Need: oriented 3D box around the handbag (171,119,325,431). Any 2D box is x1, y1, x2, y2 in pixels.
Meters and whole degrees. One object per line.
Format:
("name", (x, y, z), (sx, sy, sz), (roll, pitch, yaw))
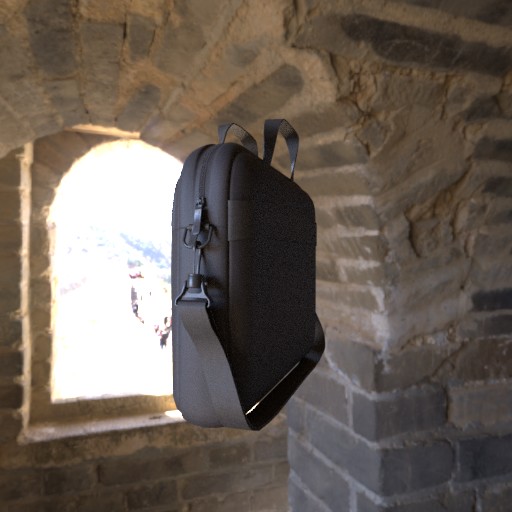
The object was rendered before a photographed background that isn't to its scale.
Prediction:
("handbag", (0.000, 0.000, 0.590), (0.126, 0.330, 0.429), (0, 0, 18))
